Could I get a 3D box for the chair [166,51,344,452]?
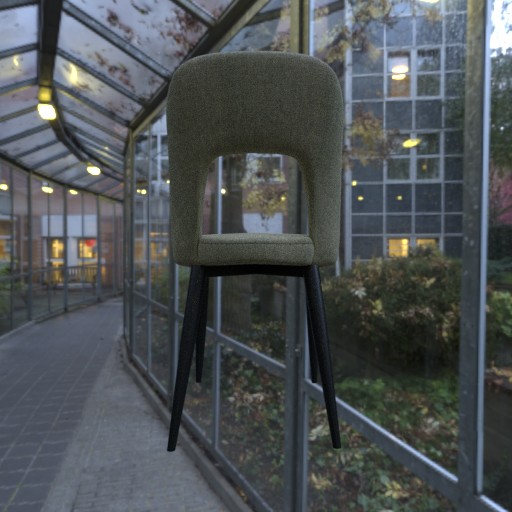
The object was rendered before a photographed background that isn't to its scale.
[{"bbox_3d":[0.000,0.000,1.285,0.470,0.931,0.612,0,1,1],"label":"chair"}]
